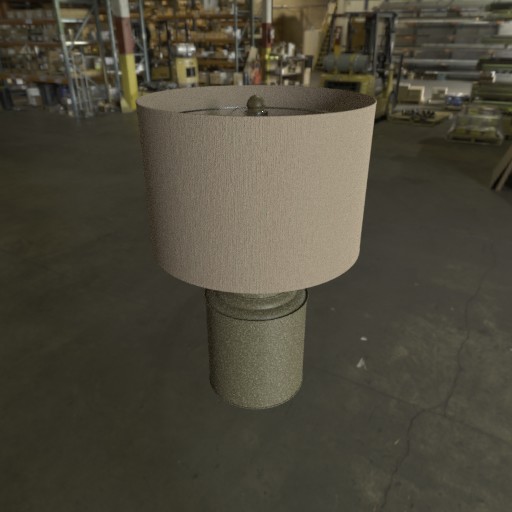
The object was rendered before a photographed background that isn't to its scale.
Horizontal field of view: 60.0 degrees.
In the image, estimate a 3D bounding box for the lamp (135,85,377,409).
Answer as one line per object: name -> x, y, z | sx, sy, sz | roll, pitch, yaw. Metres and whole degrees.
lamp -> 0.000, 0.000, 0.707 | 0.318, 0.486, 0.318 | 0, 27, 0
